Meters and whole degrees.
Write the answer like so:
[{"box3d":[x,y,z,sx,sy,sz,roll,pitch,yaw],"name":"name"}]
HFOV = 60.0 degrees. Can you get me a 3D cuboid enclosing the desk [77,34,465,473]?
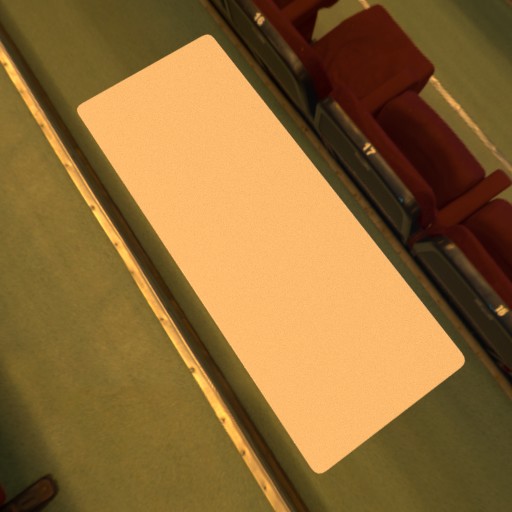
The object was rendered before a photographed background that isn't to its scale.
[{"box3d":[0.000,0.000,1.773,0.550,0.762,1.400,-33,77,-8],"name":"desk"}]
